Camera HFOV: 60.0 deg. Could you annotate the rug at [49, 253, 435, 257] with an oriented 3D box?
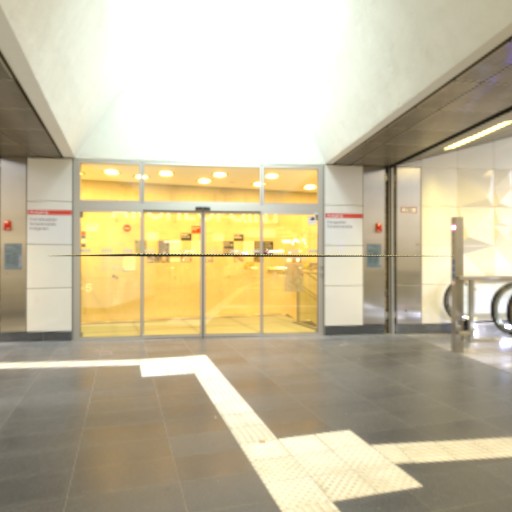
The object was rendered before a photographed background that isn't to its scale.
[{"bbox_3d":[0.000,0.000,2.373,1.835,0.003,1.206,0,0,-36],"label":"rug"}]
